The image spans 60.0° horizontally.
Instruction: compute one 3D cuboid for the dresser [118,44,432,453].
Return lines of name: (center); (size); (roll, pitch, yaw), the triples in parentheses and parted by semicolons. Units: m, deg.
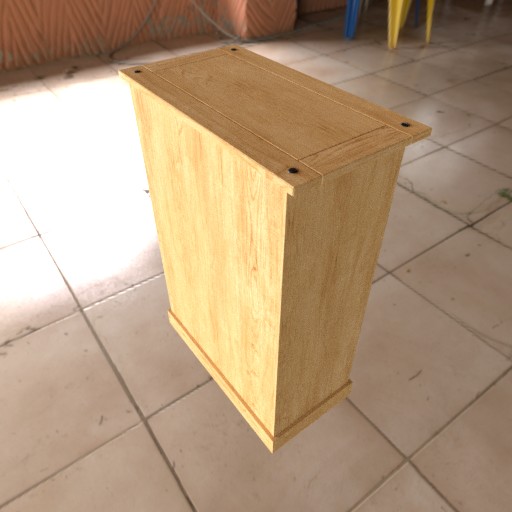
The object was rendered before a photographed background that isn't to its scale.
dresser: (0.000, 0.000, 1.765); (0.485, 1.300, 0.915); (-26, 48, -27)
